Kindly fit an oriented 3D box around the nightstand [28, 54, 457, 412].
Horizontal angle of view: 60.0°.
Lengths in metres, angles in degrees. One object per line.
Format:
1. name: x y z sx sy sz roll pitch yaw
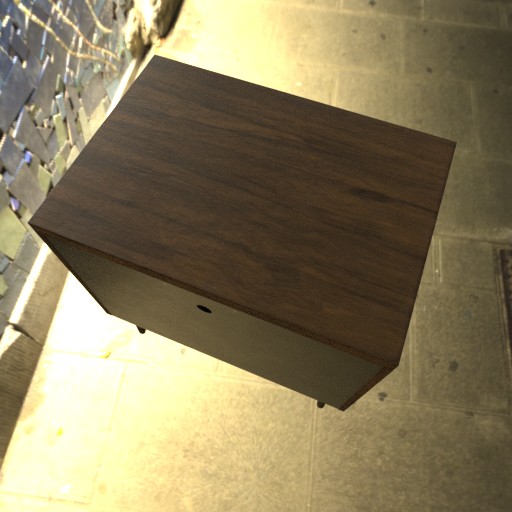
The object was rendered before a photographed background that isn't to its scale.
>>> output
1. nightstand: 0.000 0.000 1.030 0.610 0.610 0.458 20 65 10
